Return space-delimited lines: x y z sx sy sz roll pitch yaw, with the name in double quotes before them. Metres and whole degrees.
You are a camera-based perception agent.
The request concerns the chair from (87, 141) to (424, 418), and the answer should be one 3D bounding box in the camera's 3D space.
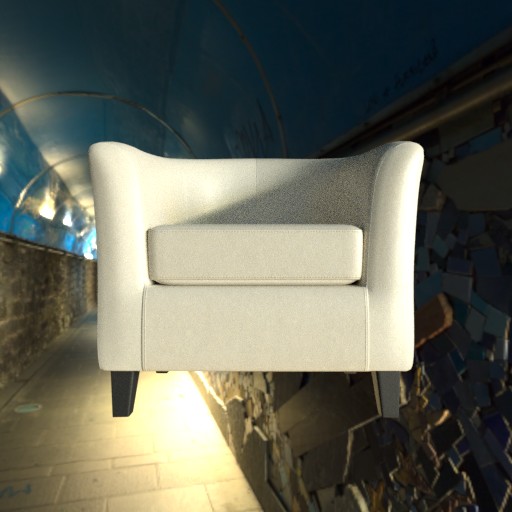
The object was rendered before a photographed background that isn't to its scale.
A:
"chair" 0.000 0.000 1.355 0.792 0.756 0.727 0 -1 0
